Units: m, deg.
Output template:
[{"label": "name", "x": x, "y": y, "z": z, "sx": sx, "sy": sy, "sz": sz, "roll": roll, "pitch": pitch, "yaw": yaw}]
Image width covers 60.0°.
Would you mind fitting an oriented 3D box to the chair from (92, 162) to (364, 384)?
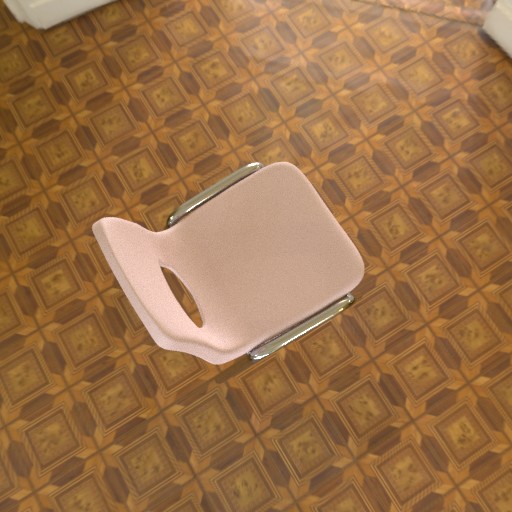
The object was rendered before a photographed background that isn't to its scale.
[{"label": "chair", "x": 0.000, "y": 0.000, "z": 0.854, "sx": 0.423, "sy": 0.586, "sz": 0.354, "roll": -31, "pitch": 78, "yaw": -7}]
